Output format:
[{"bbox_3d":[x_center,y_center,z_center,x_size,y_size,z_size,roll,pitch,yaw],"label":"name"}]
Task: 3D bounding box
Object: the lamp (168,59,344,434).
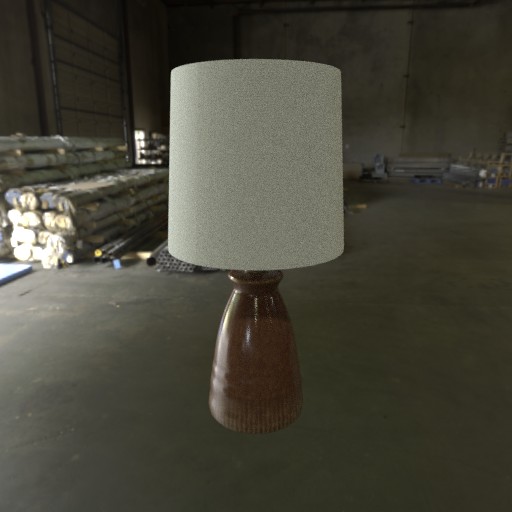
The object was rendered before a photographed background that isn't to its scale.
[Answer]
[{"bbox_3d":[0.000,0.000,0.482,0.186,0.369,0.186,0,15,0],"label":"lamp"}]
